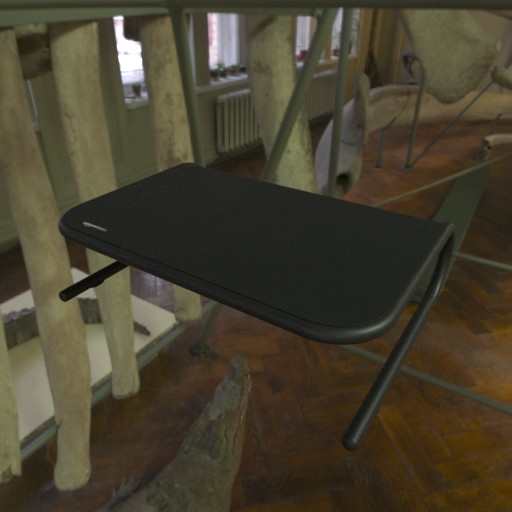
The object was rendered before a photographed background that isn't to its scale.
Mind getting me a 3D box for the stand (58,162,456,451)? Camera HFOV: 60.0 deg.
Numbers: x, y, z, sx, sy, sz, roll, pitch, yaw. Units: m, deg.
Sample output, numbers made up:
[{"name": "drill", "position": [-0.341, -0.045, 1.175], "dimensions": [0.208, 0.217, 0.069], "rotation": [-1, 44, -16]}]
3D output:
[{"name": "stand", "position": [0.000, 0.000, 0.504], "dimensions": [0.370, 0.108, 0.280], "rotation": [18, 35, 29]}]
